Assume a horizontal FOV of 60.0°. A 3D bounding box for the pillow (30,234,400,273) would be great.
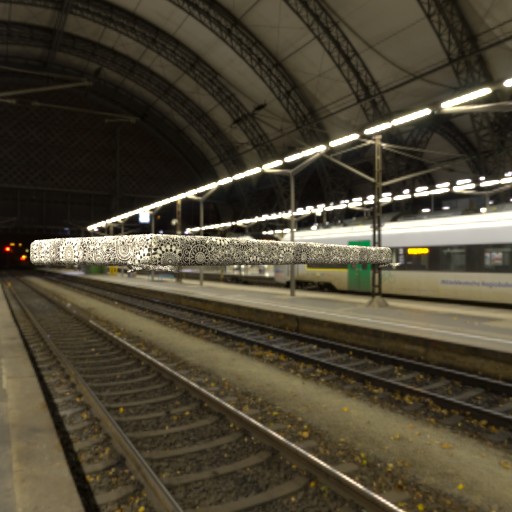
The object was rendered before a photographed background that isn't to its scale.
[{"bbox_3d":[0.000,0.000,1.357,0.492,0.081,1.187,0,-1,38],"label":"pillow"}]
